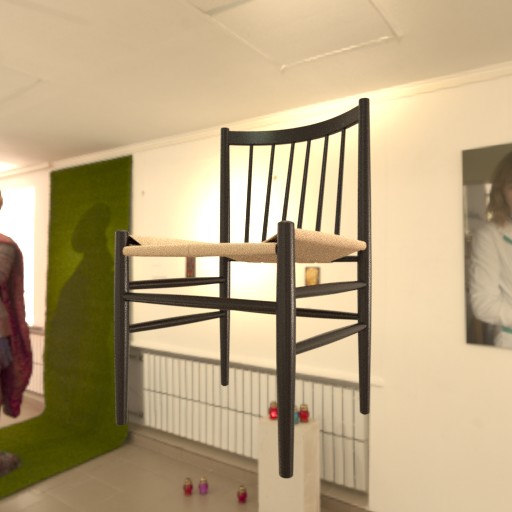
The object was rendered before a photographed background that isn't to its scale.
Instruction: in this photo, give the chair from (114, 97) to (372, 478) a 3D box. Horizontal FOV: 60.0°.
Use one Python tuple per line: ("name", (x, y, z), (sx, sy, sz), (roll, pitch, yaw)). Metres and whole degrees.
("chair", (0.000, 0.000, 1.142), (0.495, 0.818, 0.516), (0, -1, 34))
